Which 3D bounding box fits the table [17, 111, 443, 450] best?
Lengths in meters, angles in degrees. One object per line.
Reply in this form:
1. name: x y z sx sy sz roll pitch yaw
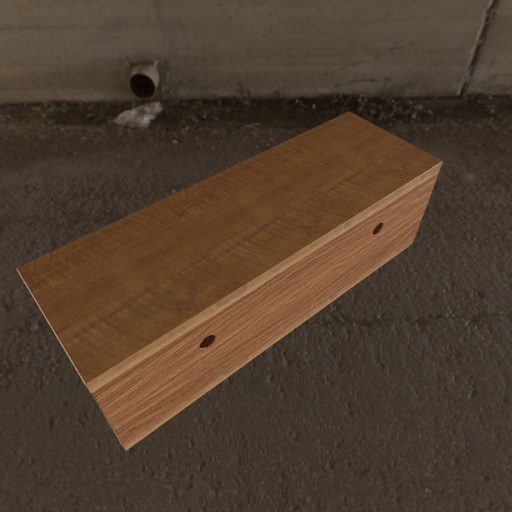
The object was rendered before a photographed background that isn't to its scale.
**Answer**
1. table: 0.000 0.000 1.736 1.499 0.491 0.499 -31 54 -25
